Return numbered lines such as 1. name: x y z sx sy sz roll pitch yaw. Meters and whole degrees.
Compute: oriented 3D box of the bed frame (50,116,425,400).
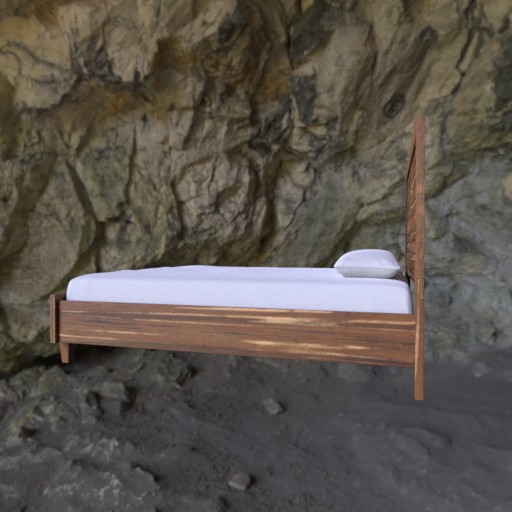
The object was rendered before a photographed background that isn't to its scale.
1. bed frame: 0.000 0.000 3.349 2.276 1.417 1.696 0 1 17
